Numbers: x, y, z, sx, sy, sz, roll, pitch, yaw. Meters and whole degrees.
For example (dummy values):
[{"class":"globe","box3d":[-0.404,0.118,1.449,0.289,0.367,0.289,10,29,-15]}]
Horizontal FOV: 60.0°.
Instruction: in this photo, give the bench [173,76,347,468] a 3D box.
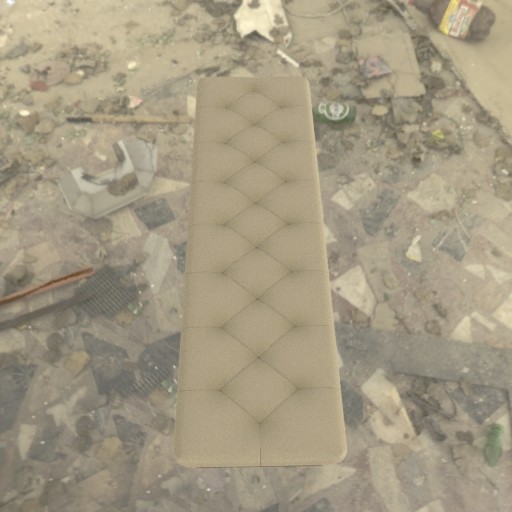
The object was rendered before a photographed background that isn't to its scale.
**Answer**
[{"class":"bench","box3d":[0.000,0.000,1.720,0.479,0.488,1.488,-1,62,0]}]
